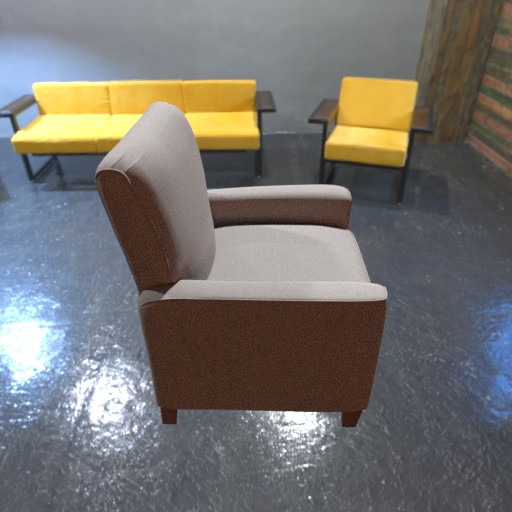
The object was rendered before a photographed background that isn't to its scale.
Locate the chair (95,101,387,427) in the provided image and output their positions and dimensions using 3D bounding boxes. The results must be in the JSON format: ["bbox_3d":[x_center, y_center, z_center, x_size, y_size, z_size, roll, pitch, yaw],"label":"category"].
[{"bbox_3d":[0.000,0.000,1.688,0.859,1.023,0.845,1,33,1],"label":"chair"}]
